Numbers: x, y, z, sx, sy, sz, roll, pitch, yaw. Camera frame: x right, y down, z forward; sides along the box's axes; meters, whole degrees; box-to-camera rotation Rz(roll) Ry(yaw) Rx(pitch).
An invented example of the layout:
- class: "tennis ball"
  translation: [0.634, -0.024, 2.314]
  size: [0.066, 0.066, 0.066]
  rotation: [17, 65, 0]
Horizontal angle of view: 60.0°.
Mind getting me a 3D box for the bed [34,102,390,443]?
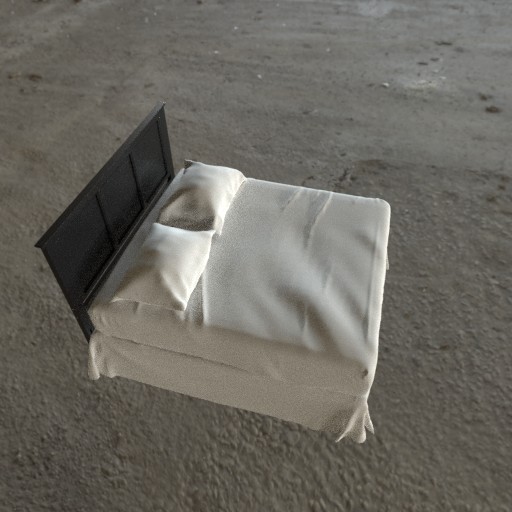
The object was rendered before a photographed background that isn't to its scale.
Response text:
- class: "bed"
  translation: [0.000, 0.000, 3.205]
  size: [2.050, 1.270, 1.870]
  rotation: [11, 48, 10]
